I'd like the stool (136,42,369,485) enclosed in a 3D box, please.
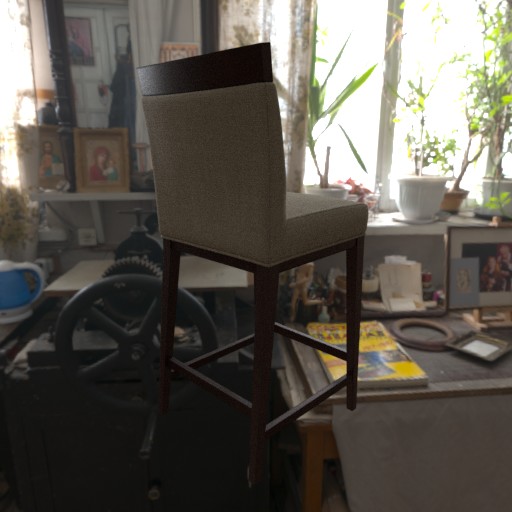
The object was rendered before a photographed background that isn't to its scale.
[{"bbox_3d":[0.000,0.000,1.266,0.463,1.011,0.480,15,21,43],"label":"stool"}]
